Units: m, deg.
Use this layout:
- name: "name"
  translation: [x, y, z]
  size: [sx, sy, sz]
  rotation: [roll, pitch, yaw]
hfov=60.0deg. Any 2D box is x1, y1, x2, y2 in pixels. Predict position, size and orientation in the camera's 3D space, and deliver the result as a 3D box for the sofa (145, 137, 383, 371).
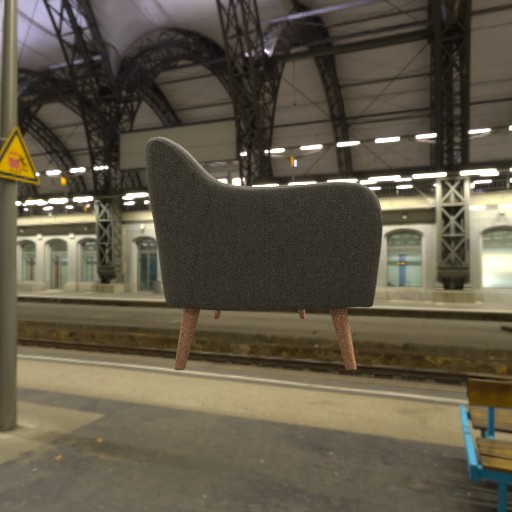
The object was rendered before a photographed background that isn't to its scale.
- name: "sofa"
  translation: [0.000, 0.000, 2.295]
  size: [0.820, 0.820, 1.840]
  rotation: [0, -1, 0]
